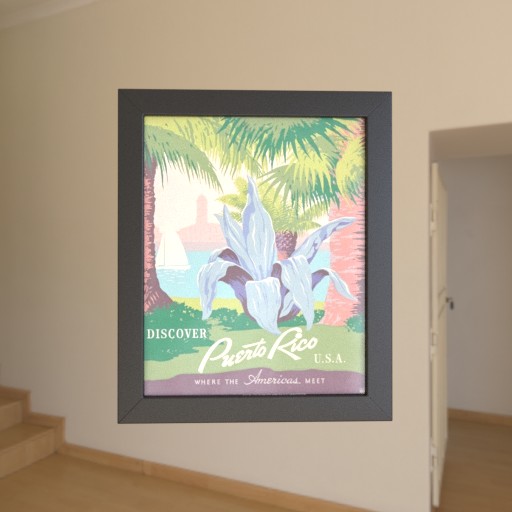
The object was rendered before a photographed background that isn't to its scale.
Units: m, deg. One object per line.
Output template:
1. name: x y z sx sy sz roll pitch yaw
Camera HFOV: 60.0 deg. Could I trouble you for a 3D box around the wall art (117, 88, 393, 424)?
1. wall art: 0.000 0.000 0.783 0.481 0.582 0.018 0 0 -2
